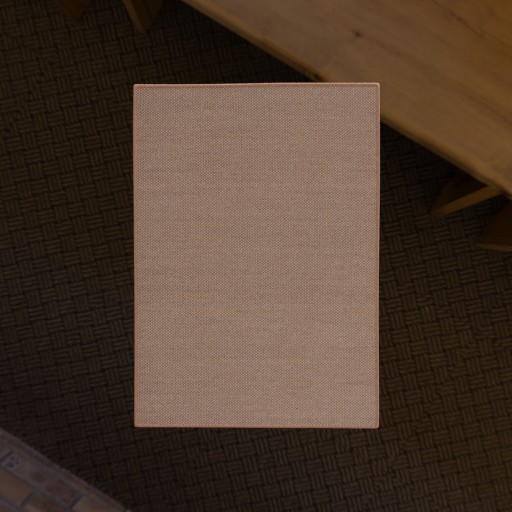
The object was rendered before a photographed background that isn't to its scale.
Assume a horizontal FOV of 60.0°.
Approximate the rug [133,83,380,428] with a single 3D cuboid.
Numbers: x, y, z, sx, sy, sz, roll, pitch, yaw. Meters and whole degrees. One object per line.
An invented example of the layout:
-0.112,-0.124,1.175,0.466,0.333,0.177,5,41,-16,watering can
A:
0.000,0.000,2.747,1.524,0.013,2.134,0,90,1,rug
